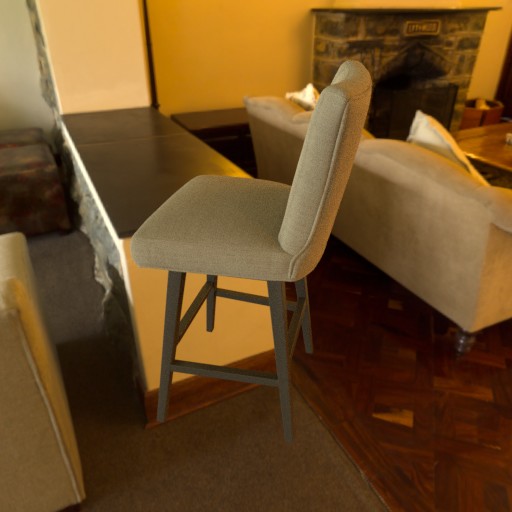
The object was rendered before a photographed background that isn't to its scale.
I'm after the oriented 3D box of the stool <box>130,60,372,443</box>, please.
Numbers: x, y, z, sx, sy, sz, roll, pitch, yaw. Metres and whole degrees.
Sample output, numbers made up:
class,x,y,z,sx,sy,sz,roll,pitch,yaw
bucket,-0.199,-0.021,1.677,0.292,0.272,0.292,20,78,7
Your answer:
class,x,y,z,sx,sy,sz,roll,pitch,yaw
stool,0.000,0.000,1.379,0.574,1.086,0.514,7,31,12
